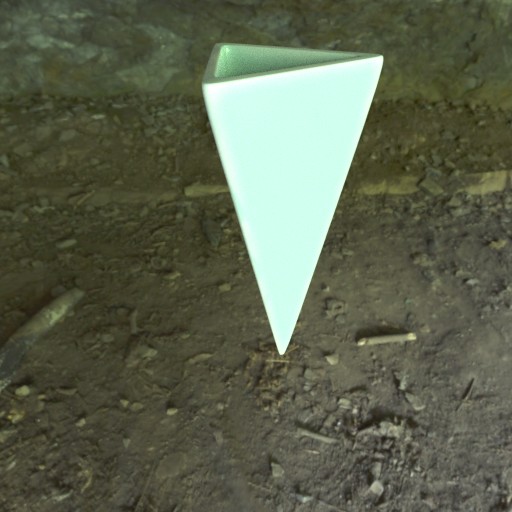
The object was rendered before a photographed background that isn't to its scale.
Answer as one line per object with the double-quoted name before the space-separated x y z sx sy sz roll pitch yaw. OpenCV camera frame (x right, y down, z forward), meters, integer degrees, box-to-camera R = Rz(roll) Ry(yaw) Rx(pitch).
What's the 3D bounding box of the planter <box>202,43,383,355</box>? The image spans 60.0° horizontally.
"planter" 0.000 0.000 0.215 0.080 0.178 0.064 18 36 27
